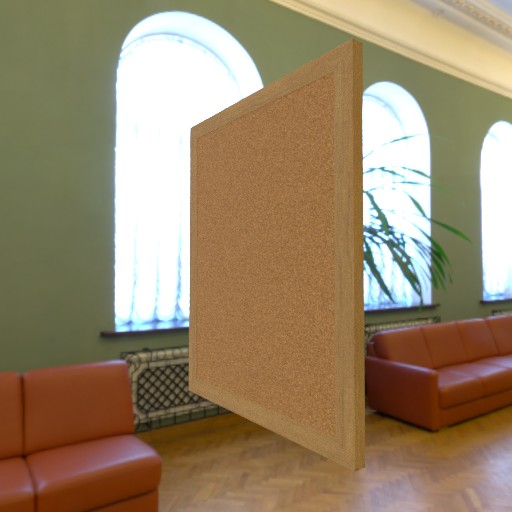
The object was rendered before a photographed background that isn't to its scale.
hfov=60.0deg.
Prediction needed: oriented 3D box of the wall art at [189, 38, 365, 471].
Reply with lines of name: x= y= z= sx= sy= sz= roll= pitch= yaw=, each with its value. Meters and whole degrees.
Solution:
wall art: x=0.000 y=0.000 z=0.766 sx=0.020 sy=0.561 sz=0.460 roll=1 pitch=-2 yaw=-36
